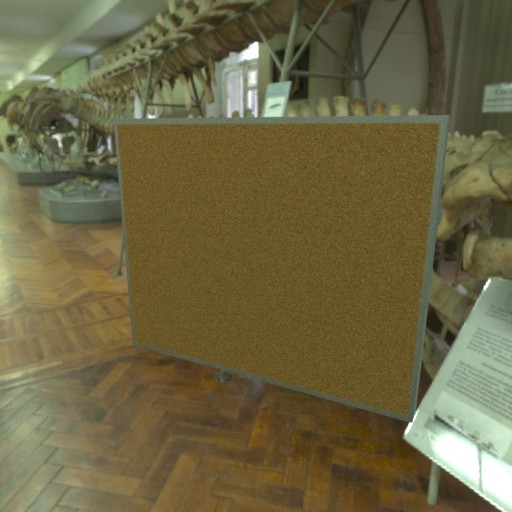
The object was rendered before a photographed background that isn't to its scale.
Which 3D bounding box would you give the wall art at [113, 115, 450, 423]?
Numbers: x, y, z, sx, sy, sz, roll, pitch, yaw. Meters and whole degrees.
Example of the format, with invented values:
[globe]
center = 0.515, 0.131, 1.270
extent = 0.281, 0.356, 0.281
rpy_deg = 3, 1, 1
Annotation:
[wall art]
center = 0.000, 0.000, 0.754
extent = 0.557, 0.450, 0.037
rpy_deg = 8, 18, 26
